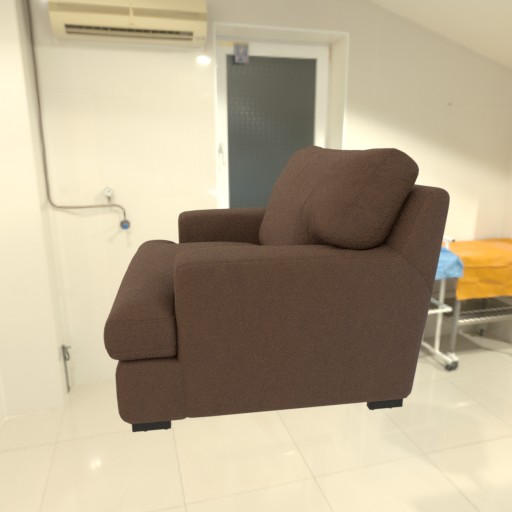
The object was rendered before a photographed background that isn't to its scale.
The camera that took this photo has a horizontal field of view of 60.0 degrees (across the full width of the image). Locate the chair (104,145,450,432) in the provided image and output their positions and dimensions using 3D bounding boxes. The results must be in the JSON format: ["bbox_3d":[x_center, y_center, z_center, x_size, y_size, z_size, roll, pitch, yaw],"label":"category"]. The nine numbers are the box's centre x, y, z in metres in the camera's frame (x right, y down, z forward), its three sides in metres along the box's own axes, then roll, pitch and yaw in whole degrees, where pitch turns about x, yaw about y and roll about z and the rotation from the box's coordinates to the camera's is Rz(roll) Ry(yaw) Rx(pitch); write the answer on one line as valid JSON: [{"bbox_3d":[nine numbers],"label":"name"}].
[{"bbox_3d":[0.000,0.000,1.963,1.143,0.940,1.168,-2,15,-9],"label":"chair"}]
